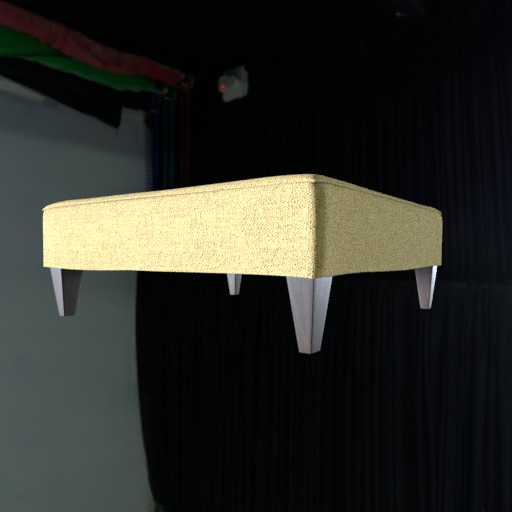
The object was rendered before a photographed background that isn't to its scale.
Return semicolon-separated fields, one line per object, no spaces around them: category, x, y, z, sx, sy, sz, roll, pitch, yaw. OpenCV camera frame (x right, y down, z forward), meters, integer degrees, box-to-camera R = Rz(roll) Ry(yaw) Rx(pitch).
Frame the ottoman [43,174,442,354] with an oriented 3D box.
ottoman;0.000;0.000;1.494;0.981;0.378;0.970;0;1;36
